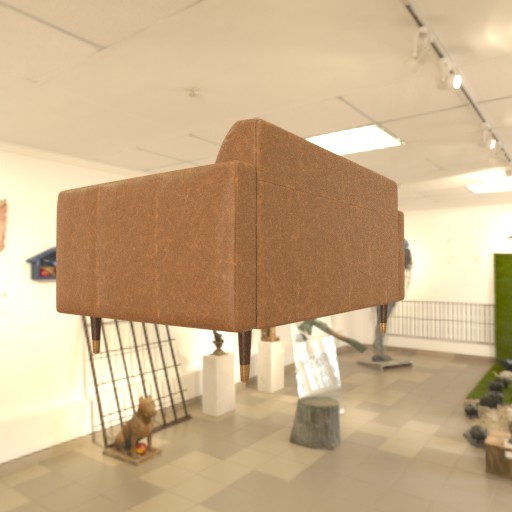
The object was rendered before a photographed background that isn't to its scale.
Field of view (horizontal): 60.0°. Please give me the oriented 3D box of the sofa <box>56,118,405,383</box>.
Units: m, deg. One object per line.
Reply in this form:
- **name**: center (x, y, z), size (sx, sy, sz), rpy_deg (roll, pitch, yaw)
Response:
- **sofa**: center (0.000, 0.000, 2.127), size (0.960, 0.820, 1.549), rpy_deg (-1, -2, 36)
